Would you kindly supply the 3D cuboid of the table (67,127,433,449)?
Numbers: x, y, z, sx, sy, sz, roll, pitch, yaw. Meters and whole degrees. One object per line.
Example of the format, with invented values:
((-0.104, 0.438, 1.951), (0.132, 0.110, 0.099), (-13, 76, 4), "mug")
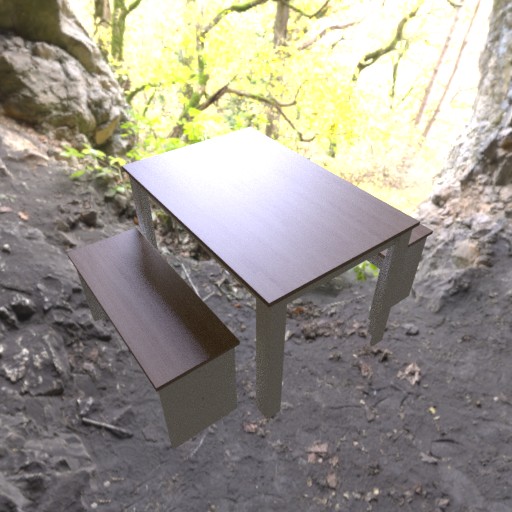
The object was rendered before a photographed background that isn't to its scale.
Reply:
((0.000, 0.000, 2.078), (1.443, 0.700, 1.100), (-25, 46, -27), "table")
